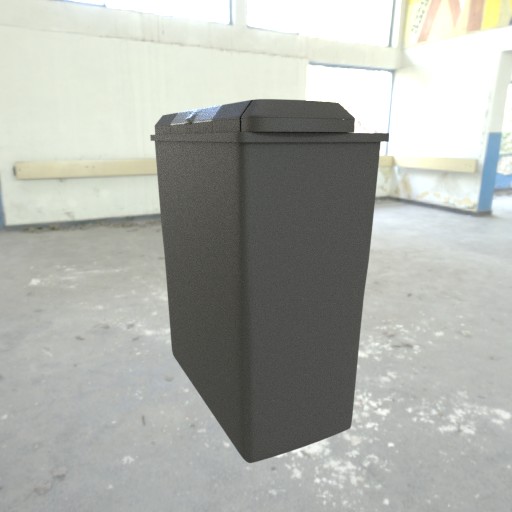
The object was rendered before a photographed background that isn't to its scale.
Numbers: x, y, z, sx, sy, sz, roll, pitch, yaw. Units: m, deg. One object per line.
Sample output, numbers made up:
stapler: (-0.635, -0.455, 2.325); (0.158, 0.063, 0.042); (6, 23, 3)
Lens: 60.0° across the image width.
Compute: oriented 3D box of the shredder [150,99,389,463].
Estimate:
shredder: (0.000, 0.000, 0.522); (0.170, 0.335, 0.320); (-7, 16, -26)
